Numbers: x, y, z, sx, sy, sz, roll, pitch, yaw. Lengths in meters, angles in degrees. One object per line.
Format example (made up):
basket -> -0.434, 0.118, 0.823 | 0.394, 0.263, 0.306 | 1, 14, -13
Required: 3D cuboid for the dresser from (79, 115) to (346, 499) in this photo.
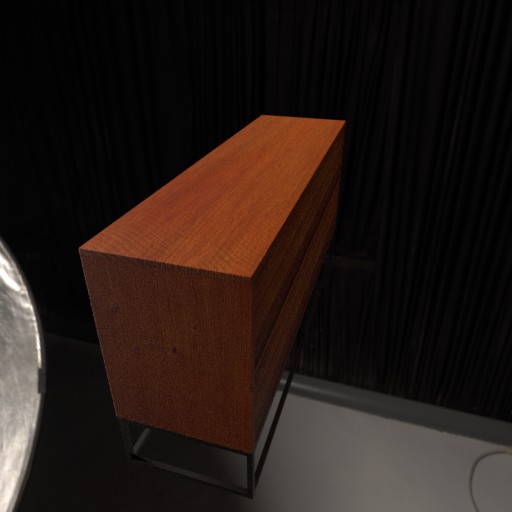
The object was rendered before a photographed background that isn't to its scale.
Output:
dresser -> 0.000, 0.000, 1.855 | 0.464, 0.810, 1.536 | 9, 31, 15
